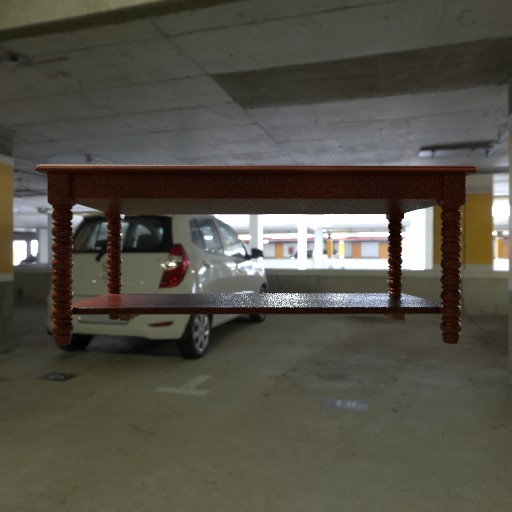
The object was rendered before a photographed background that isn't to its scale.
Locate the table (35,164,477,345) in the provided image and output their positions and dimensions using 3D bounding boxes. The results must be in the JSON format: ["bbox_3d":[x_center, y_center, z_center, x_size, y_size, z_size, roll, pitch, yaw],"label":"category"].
[{"bbox_3d":[0.000,0.000,1.456,1.171,0.485,0.580,0,0,-1],"label":"table"}]
